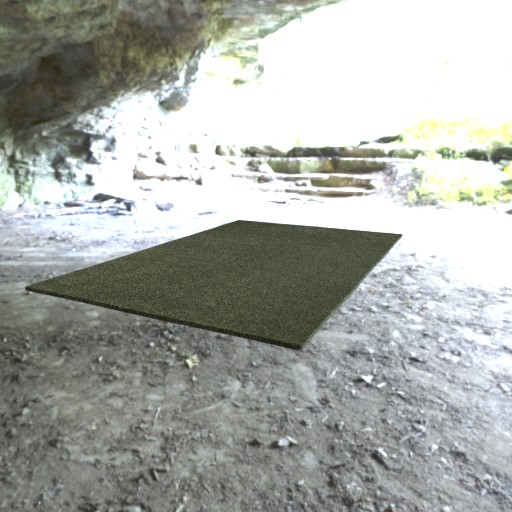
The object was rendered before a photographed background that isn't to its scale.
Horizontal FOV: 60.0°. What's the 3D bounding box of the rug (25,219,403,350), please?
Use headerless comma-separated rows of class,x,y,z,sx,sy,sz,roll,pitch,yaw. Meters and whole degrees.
rug,0.000,0.000,3.472,1.802,0.026,2.699,7,16,26
